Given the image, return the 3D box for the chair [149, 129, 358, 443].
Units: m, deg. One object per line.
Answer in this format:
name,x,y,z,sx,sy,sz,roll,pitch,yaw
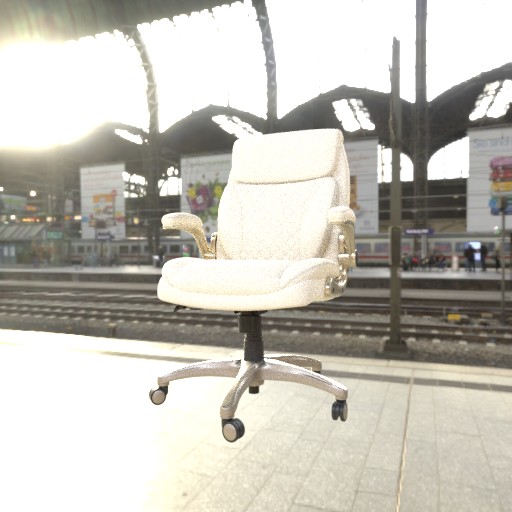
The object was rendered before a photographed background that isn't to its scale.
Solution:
chair,0.000,0.000,1.704,0.740,1.110,0.794,0,0,19
